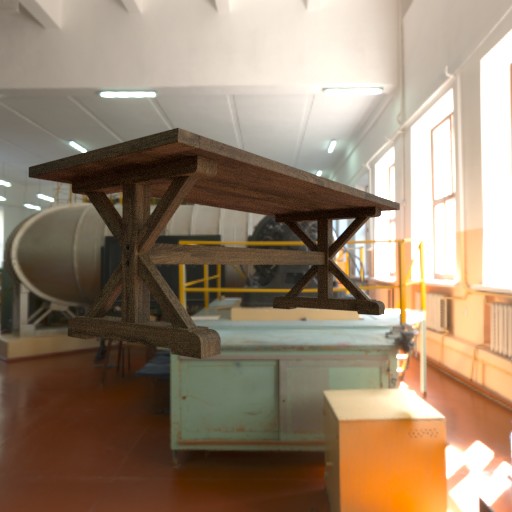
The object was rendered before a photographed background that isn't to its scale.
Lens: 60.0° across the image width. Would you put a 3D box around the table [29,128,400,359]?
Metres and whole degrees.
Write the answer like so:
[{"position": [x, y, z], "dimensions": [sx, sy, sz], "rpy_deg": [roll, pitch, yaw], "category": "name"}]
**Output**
[{"position": [0.000, 0.000, 2.426], "dimensions": [0.907, 0.733, 2.031], "rpy_deg": [-1, -2, 36], "category": "table"}]
